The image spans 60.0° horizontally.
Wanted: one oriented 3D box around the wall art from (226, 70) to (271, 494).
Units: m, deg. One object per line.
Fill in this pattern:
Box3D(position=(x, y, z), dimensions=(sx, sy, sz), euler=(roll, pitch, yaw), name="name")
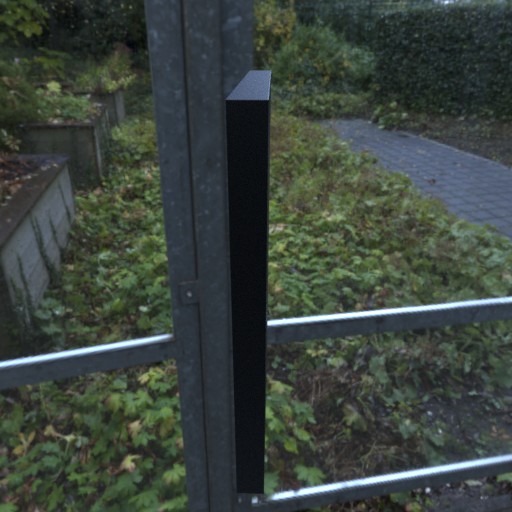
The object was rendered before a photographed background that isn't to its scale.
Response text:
Box3D(position=(0.000, 0.000, 0.515), dimensions=(0.028, 0.380, 0.325), euler=(1, 26, 2), name="wall art")
